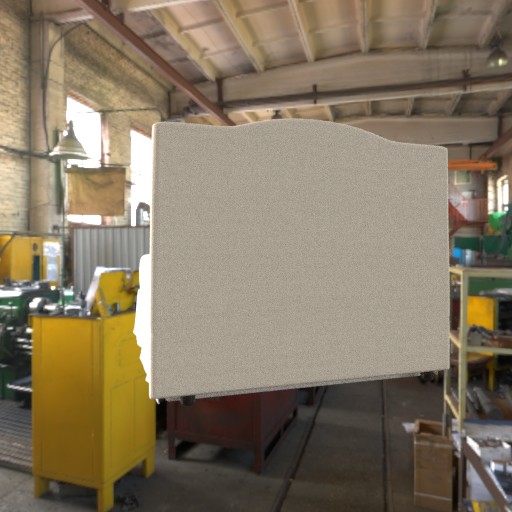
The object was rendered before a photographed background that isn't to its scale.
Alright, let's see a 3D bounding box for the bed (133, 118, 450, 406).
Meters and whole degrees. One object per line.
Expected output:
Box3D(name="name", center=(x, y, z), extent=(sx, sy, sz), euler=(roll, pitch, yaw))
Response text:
Box3D(name="bed", center=(0.000, 0.000, 3.351), extent=(1.741, 1.449, 2.196), euler=(0, 0, -18))
